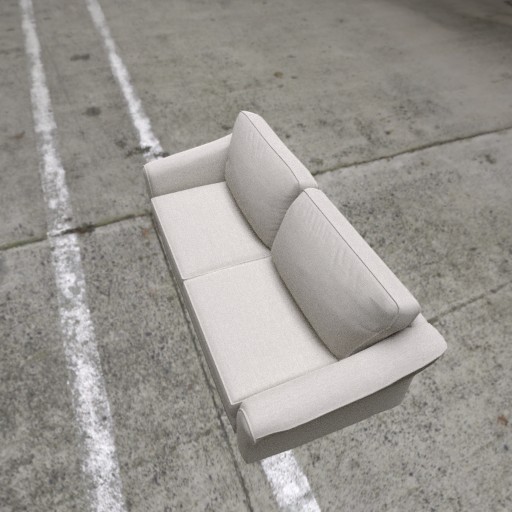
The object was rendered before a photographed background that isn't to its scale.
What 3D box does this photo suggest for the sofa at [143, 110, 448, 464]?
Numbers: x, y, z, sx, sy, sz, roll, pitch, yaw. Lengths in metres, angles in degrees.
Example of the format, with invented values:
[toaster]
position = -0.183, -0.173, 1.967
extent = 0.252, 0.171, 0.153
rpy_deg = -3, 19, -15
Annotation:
[sofa]
position = 0.000, 0.000, 2.784
extent = 0.980, 0.965, 2.270
rpy_deg = -16, 48, -15
